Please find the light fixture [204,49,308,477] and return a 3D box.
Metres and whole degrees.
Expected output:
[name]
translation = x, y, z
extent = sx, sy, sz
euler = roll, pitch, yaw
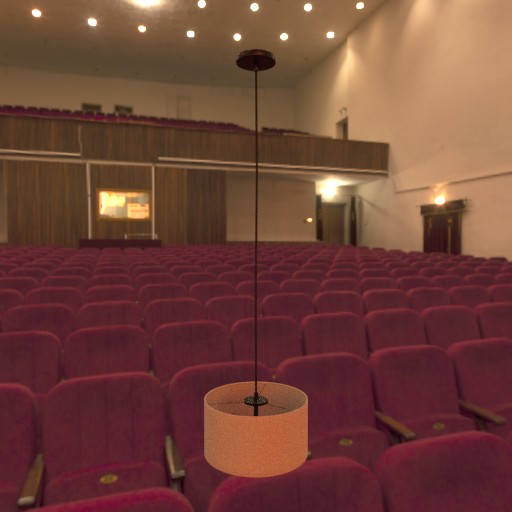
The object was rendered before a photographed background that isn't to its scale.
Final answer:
[light fixture]
translation = 0.000, 0.000, 1.709
extent = 0.399, 1.516, 0.399
euler = 0, 1, 0
